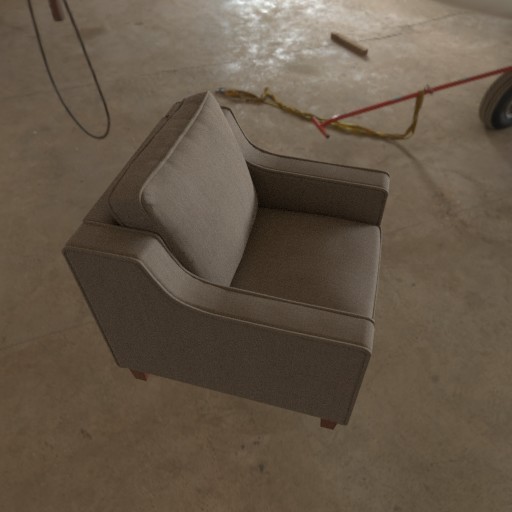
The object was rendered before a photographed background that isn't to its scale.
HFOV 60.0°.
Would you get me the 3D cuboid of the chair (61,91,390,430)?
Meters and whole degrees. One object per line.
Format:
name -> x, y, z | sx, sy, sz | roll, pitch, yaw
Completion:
chair -> 0.000, 0.000, 1.665 | 0.909, 0.960, 0.831 | 11, 49, 10
